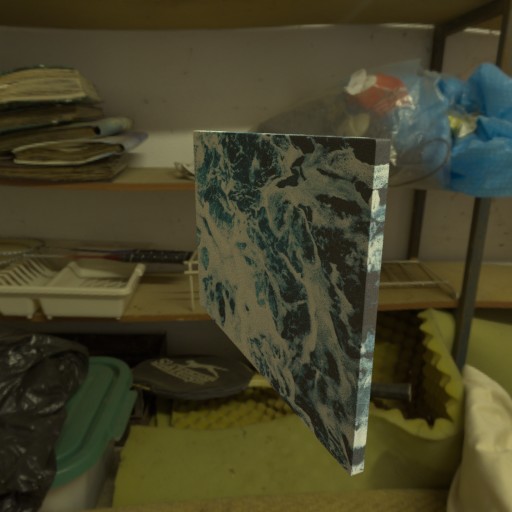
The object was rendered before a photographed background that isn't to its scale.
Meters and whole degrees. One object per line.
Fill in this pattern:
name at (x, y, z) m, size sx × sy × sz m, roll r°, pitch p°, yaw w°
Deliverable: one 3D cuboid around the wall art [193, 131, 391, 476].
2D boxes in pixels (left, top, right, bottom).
wall art at (0.000, 0.000, 1.905) m, size 0.055 × 1.017 × 1.524 m, roll -8°, pitch 18°, yaw -24°
